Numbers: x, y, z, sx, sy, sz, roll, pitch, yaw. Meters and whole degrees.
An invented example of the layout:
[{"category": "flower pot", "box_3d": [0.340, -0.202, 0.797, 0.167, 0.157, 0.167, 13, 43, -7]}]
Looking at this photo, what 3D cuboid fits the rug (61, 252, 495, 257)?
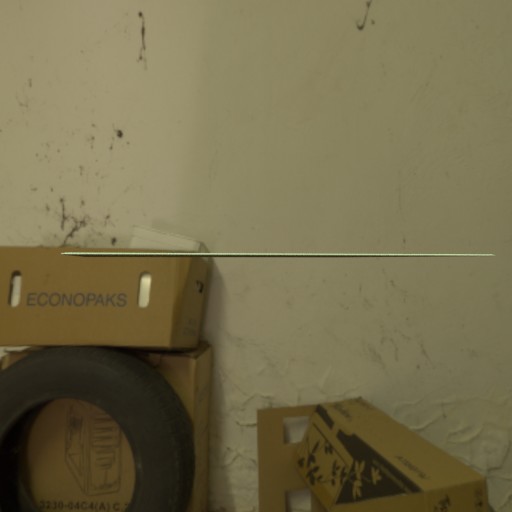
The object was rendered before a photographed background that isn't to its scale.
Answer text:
[{"category": "rug", "box_3d": [0.000, 0.000, 3.953, 2.980, 0.012, 2.363, 0, 0, -18]}]
